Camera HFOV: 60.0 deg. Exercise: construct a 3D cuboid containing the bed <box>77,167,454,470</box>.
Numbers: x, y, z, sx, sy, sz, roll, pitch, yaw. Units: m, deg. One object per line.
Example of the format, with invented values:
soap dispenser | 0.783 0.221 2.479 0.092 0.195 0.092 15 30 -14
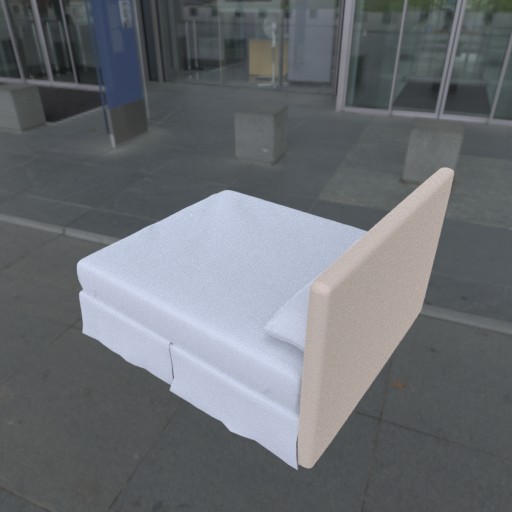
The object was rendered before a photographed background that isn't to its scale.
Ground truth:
bed | 0.000 0.000 3.328 2.142 1.330 1.884 21 37 31
